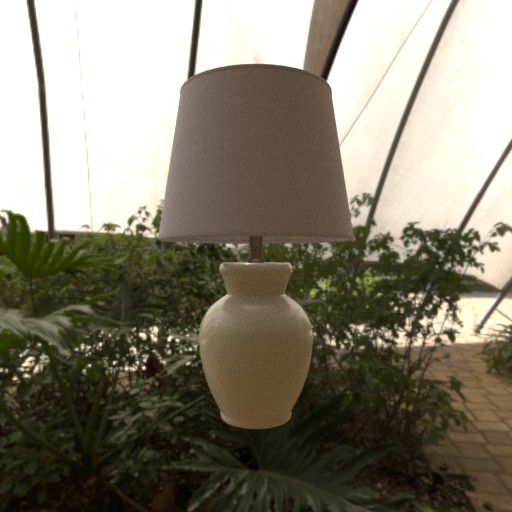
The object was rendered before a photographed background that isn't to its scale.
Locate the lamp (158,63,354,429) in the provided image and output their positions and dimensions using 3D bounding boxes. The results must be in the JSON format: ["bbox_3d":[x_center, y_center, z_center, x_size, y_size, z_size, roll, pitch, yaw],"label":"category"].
[{"bbox_3d":[0.000,0.000,0.554,0.239,0.399,0.239,0,0,0],"label":"lamp"}]
